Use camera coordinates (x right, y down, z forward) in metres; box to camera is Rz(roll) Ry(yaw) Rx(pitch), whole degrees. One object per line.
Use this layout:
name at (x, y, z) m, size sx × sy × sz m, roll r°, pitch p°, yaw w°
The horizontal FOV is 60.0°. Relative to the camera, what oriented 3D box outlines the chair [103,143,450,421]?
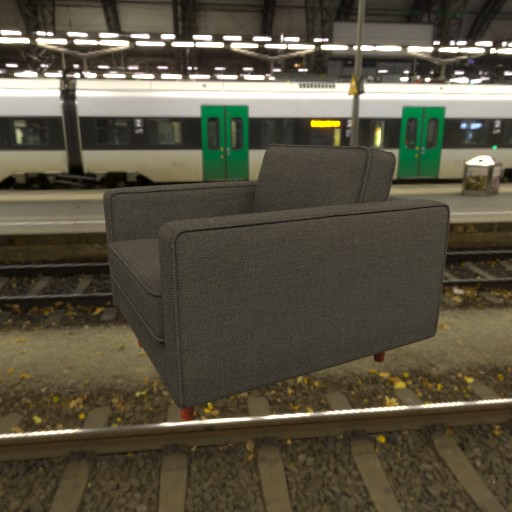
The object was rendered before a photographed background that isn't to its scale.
chair at (0.000, 0.000, 1.586) m, size 0.919 × 0.770 × 0.899 m, roll -8°, pitch 17°, yaw -27°
